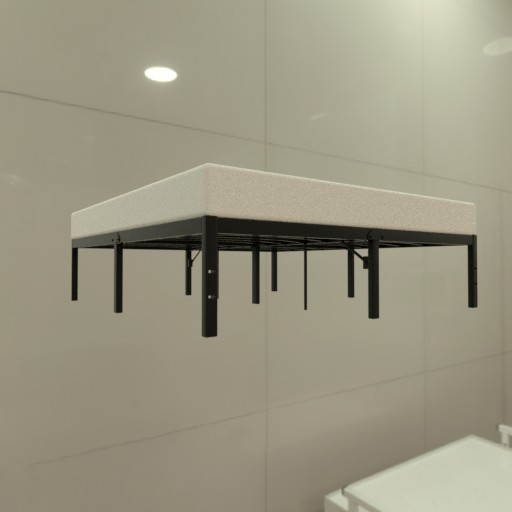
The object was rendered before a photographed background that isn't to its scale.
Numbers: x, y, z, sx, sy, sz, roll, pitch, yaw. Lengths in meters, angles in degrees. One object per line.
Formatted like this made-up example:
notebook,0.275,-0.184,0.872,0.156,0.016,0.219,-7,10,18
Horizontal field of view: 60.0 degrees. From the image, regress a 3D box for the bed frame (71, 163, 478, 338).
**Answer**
bed frame,0.000,0.000,3.061,1.963,0.659,2.079,1,-1,-36
